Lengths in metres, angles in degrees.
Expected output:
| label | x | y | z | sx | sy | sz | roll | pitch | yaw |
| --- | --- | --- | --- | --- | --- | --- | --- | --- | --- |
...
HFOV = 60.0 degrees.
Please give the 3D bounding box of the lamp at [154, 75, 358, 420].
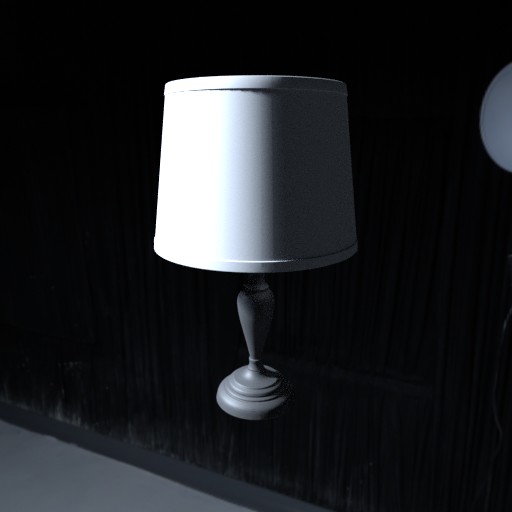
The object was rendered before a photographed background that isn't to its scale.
| label | x | y | z | sx | sy | sz | roll | pitch | yaw |
| --- | --- | --- | --- | --- | --- | --- | --- | --- | --- |
| lamp | 0.000 | 0.000 | 0.698 | 0.310 | 0.501 | 0.310 | 0 | 16 | 0 |
